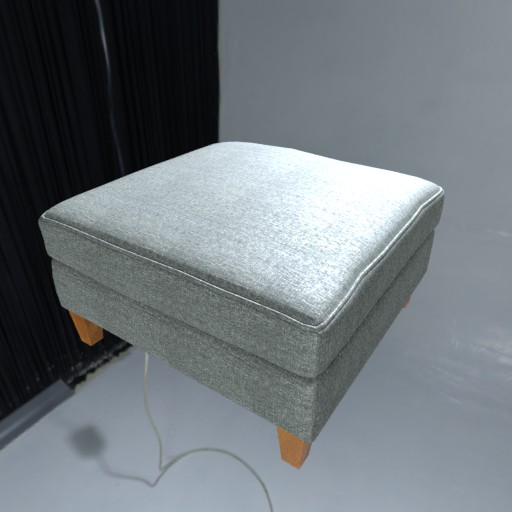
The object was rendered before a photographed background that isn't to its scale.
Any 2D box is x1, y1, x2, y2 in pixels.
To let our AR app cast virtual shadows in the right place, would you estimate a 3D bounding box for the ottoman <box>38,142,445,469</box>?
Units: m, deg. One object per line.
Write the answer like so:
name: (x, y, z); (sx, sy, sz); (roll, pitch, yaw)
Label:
ottoman: (0.000, 0.000, 1.321); (0.838, 0.481, 0.838); (19, 35, 29)
